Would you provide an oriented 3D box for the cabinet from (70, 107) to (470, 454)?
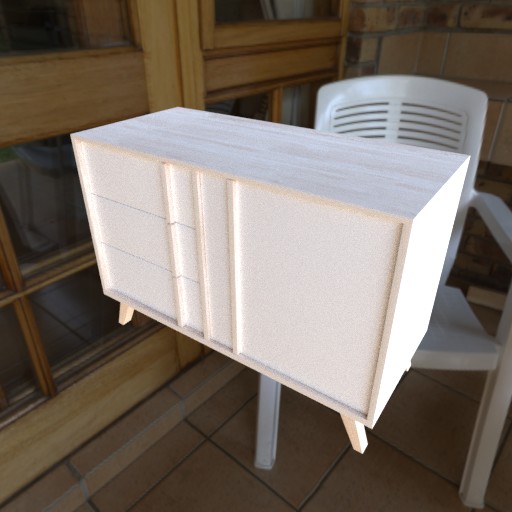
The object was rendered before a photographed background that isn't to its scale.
[{"bbox_3d":[0.000,0.000,1.530,1.110,0.780,0.500,19,35,29],"label":"cabinet"}]
